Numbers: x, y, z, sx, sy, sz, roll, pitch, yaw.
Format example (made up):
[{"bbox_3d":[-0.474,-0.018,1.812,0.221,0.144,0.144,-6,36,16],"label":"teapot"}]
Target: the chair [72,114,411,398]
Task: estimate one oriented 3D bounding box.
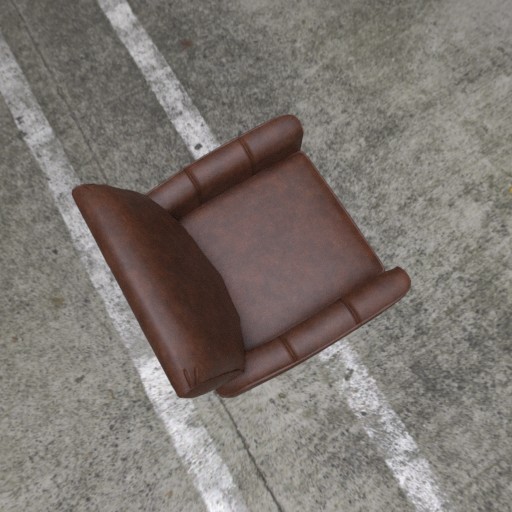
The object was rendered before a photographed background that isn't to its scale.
[{"bbox_3d":[0.000,0.000,1.663,0.850,1.010,0.839,-30,77,-8],"label":"chair"}]
